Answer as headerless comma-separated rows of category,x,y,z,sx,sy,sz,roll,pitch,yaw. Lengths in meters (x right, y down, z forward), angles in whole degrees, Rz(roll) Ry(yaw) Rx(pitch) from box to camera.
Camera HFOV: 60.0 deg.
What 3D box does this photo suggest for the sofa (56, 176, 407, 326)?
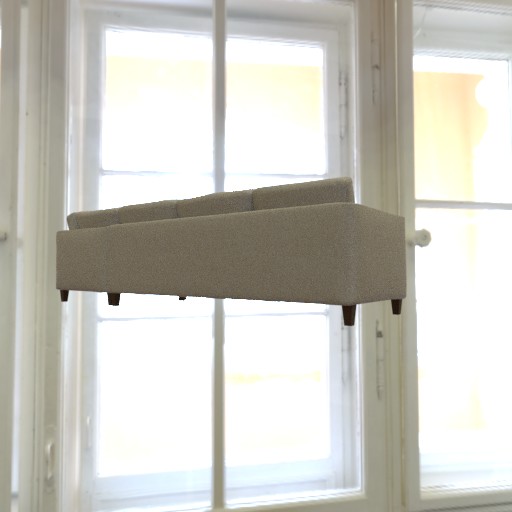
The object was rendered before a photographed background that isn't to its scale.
sofa,0.000,0.000,4.528,3.333,0.934,2.522,-1,-2,37
